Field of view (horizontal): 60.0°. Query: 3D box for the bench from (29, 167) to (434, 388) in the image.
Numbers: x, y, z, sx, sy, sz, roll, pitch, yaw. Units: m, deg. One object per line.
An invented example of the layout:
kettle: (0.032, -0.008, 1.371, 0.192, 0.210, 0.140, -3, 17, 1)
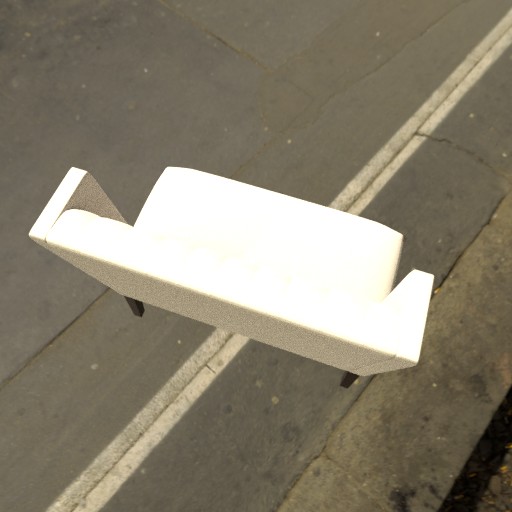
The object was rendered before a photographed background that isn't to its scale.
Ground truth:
bench: (0.000, 0.000, 1.994, 1.280, 1.123, 0.847, 17, 65, 8)
